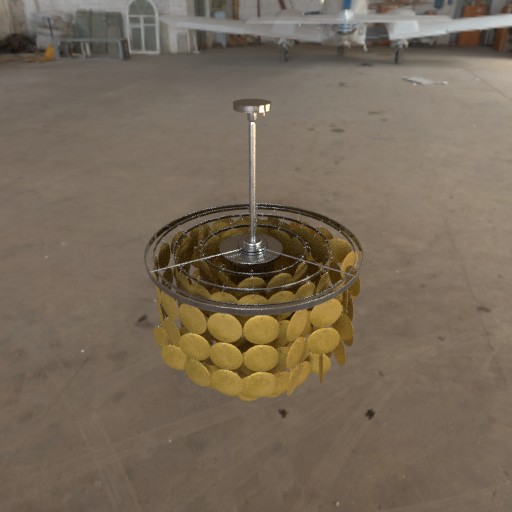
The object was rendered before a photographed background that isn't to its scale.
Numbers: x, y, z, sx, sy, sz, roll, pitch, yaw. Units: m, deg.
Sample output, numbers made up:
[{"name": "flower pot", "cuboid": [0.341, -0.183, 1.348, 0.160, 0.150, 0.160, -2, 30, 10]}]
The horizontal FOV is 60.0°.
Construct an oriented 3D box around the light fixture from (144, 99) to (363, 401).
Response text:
[{"name": "light fixture", "cuboid": [0.000, 0.000, 0.739, 0.368, 0.492, 0.368, 0, 30, 0]}]
